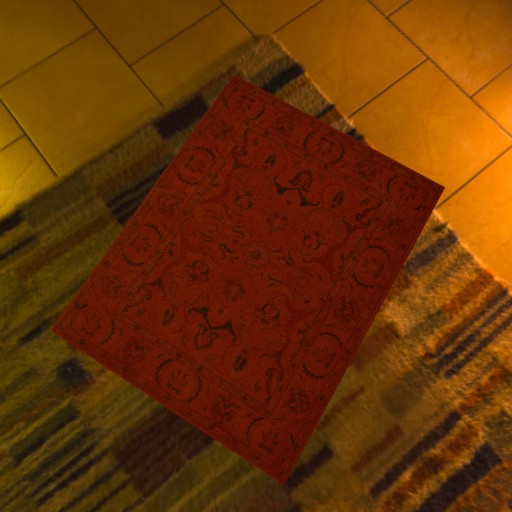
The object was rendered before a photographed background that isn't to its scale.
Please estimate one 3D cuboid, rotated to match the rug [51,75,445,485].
[{"bbox_3d":[0.000,0.000,3.917,2.300,0.012,2.929,31,78,7],"label":"rug"}]
